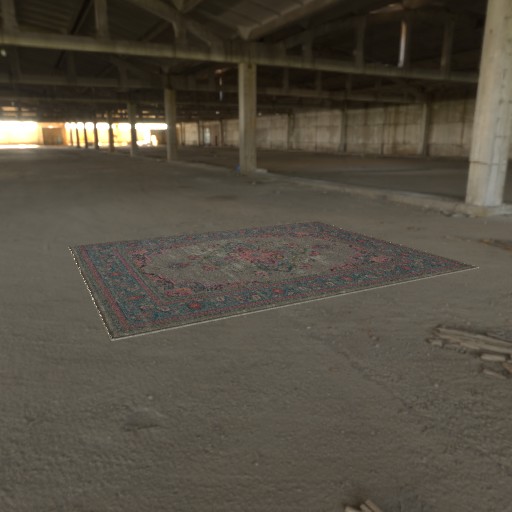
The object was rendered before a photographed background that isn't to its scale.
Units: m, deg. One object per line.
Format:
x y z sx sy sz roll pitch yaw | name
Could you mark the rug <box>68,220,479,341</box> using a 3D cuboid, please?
0.000 0.000 4.158 3.057 0.013 2.434 -8 17 -26 | rug
